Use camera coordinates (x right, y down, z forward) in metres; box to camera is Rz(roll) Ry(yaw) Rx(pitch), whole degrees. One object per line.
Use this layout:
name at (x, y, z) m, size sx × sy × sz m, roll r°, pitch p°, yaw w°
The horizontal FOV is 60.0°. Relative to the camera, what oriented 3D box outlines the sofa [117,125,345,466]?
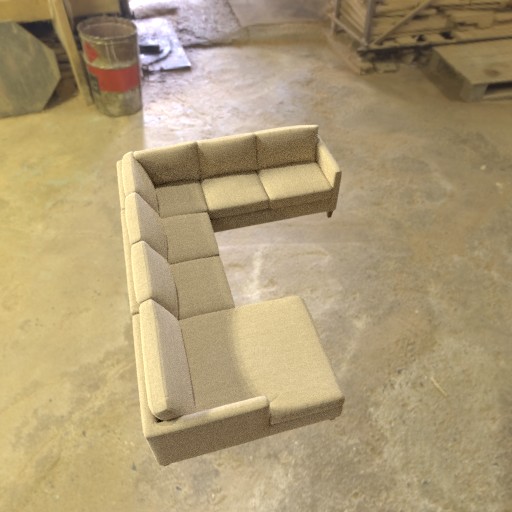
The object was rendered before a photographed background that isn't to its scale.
sofa at (0.000, 0.000, 4.637) m, size 2.594 × 0.961 × 3.460 m, roll -11°, pitch 49°, yaw -10°
